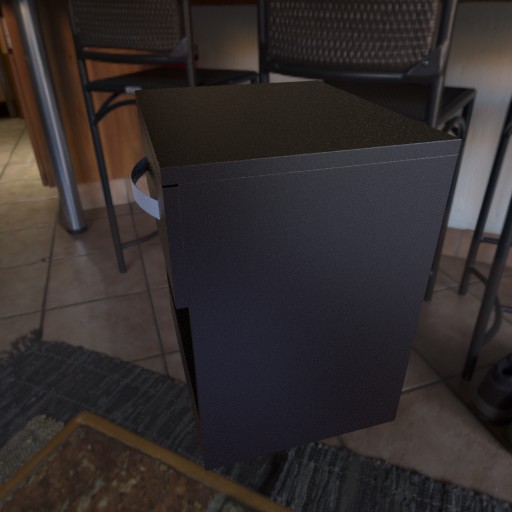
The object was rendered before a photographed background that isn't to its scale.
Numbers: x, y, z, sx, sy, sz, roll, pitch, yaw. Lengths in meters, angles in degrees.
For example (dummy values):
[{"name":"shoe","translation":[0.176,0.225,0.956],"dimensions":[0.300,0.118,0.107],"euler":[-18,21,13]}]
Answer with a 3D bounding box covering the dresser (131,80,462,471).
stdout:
[{"name":"dresser","translation":[0.000,0.000,0.735],"dimensions":[0.360,0.470,0.400],"euler":[-9,32,-14]}]
